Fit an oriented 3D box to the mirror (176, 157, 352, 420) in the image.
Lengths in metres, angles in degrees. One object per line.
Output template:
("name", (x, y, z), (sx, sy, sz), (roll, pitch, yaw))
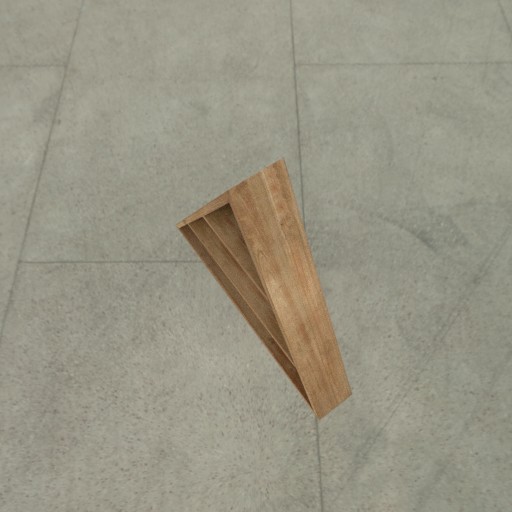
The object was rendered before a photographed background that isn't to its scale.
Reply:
("mirror", (0.000, 0.000, 0.886), (0.100, 0.548, 0.631), (-33, 69, -15))
